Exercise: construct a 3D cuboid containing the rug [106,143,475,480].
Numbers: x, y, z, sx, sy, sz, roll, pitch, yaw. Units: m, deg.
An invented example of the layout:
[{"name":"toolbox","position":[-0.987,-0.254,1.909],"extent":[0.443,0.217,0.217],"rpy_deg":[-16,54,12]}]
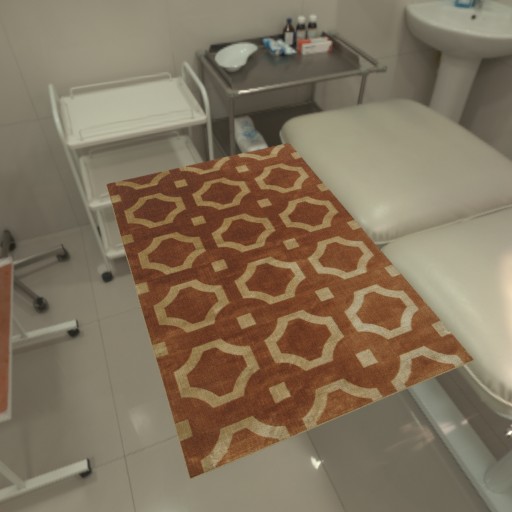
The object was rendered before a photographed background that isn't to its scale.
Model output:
[{"name":"rug","position":[0.000,0.000,2.860],"extent":[1.555,0.016,2.286],"rpy_deg":[-16,48,-15]}]
